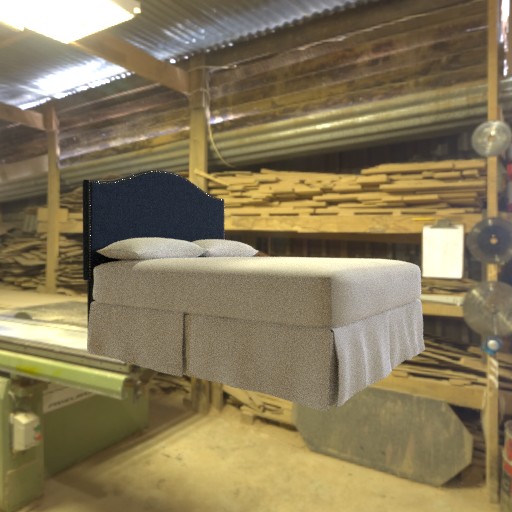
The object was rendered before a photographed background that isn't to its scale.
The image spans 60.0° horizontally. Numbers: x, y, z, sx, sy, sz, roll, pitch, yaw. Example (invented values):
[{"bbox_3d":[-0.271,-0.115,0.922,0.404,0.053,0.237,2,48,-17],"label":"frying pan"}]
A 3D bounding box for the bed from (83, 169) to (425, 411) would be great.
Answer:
[{"bbox_3d":[0.000,0.000,3.414,2.153,1.518,1.713,1,1,35],"label":"bed"}]
